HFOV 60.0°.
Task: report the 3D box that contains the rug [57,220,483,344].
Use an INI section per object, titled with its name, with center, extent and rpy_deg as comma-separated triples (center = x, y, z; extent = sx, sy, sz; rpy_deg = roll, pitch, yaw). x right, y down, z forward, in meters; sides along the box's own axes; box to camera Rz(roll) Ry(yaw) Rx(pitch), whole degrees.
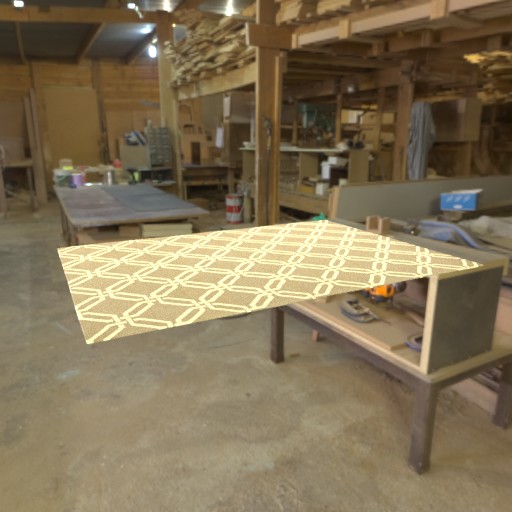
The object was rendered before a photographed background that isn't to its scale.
[rug]
center = 0.000, 0.000, 4.320
extent = 3.419, 0.020, 2.441
rpy_deg = -8, 17, -26
